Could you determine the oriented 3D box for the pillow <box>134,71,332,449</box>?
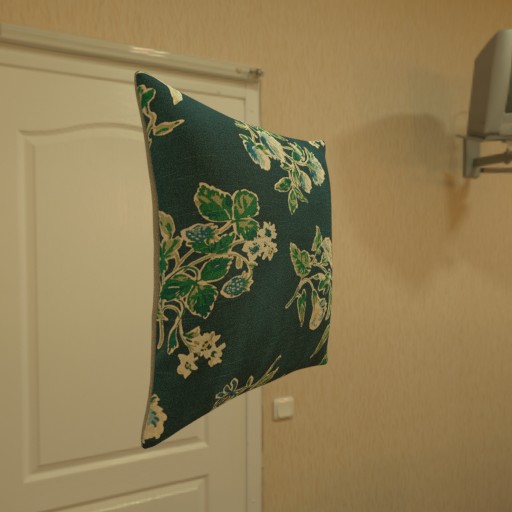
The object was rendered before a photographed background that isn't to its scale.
[{"bbox_3d":[0.000,0.000,0.800,0.166,0.508,0.525,1,2,37],"label":"pillow"}]
